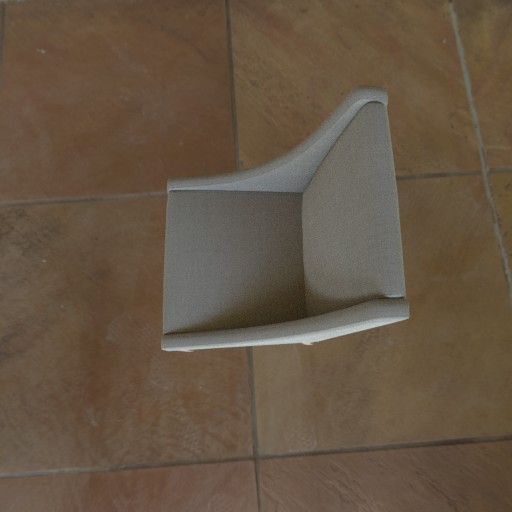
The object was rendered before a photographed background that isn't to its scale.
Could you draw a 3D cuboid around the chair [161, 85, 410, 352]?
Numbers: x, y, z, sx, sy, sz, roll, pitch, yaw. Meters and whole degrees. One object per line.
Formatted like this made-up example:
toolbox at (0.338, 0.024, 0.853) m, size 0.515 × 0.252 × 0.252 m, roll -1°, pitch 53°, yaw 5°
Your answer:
chair at (0.000, 0.000, 1.417) m, size 0.611 × 1.021 × 0.575 m, roll -1°, pitch 75°, yaw 0°
